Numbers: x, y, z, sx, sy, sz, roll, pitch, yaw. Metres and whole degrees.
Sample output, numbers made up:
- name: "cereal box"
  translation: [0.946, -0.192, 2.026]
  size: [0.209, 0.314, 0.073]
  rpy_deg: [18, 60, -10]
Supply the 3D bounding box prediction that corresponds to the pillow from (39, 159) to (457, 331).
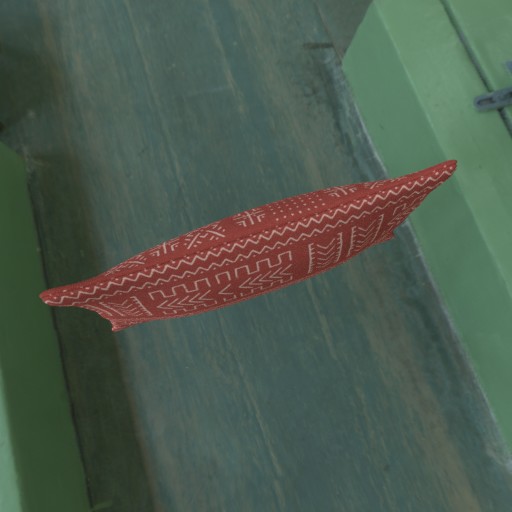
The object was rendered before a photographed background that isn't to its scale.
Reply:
- name: "pillow"
  translation: [0.000, 0.000, 0.796]
  size: [0.640, 0.352, 0.130]
  rpy_deg: [-18, 75, -5]
